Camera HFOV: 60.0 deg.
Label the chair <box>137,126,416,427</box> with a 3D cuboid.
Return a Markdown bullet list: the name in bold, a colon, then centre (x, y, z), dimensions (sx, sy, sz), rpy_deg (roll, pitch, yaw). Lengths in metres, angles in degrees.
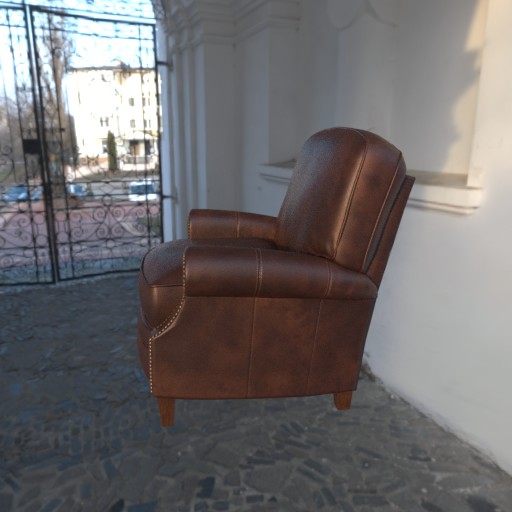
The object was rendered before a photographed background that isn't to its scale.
- **chair**: centre (0.000, 0.000, 1.816), dimensions (0.986, 1.018, 0.936), rpy_deg (-2, 15, -7)
